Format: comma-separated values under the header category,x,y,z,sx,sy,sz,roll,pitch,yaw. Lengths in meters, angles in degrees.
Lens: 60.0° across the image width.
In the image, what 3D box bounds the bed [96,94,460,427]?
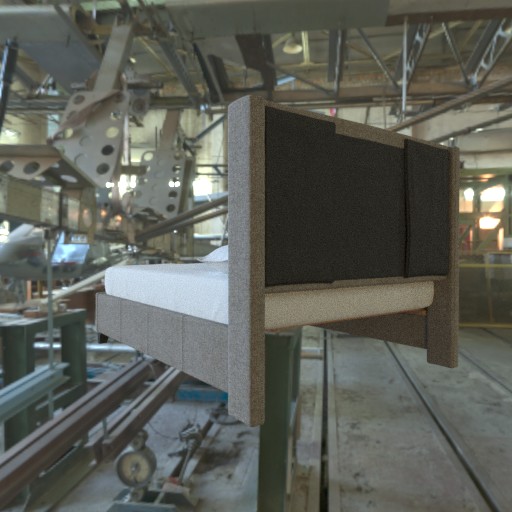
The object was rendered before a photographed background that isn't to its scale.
category,x,y,z,sx,sy,sz,roll,pitch,yaw
bed,0.000,0.000,3.335,1.714,1.481,2.245,-1,1,-36
